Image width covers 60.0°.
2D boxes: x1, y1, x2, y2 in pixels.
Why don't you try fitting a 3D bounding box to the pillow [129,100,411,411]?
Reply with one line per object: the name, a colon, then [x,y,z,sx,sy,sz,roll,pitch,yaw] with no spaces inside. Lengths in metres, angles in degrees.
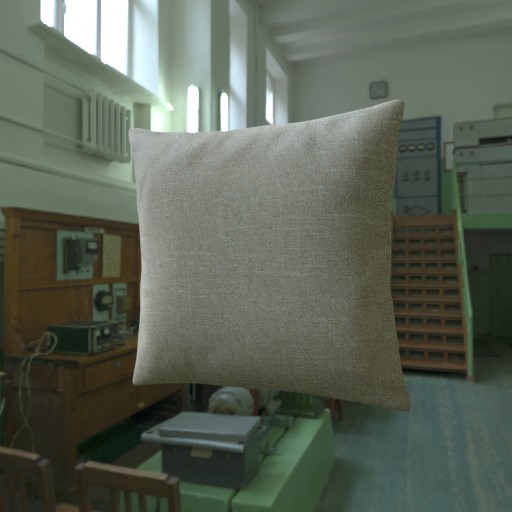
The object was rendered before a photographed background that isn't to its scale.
pillow: [0.000,0.000,0.796,0.523,0.506,0.166,0,-1,18]
